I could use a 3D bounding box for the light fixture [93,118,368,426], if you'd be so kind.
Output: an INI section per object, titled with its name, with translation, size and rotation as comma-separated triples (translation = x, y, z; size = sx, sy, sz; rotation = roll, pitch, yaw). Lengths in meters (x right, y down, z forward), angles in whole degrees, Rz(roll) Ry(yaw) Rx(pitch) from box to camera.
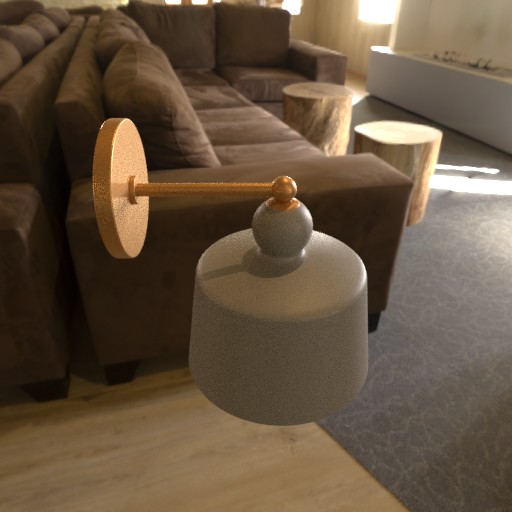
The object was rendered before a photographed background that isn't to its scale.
[light fixture]
translation = 0.000, 0.000, 0.443
size = 0.254, 0.268, 0.204
rotation = 0, 32, 0
